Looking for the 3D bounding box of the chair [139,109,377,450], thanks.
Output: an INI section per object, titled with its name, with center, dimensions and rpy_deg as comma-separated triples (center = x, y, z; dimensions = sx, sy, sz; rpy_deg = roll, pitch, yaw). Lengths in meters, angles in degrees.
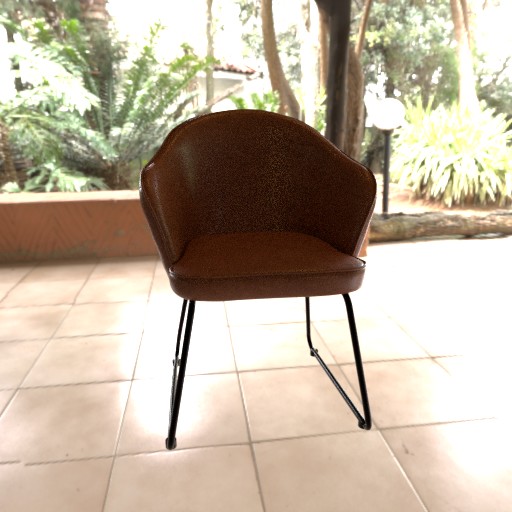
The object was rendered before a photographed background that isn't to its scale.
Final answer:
[chair]
center = 0.000, 0.000, 1.221
dimensions = 0.582, 0.785, 0.580
rpy_deg = -3, 17, -9
